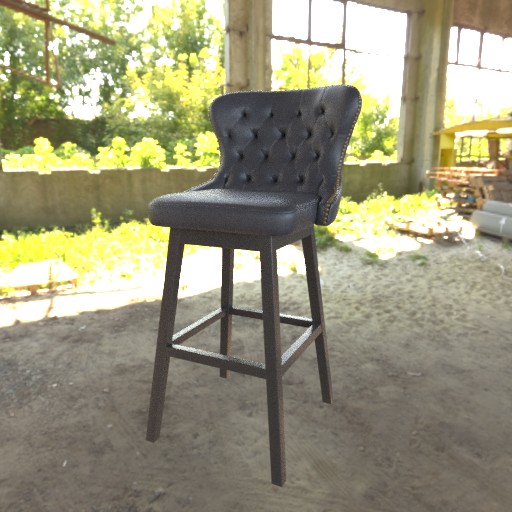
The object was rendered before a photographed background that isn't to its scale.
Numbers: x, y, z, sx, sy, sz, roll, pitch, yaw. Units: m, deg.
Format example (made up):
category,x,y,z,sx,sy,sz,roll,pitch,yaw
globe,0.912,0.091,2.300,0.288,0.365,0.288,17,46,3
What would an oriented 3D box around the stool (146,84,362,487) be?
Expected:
category,x,y,z,sx,sy,sz,roll,pitch,yaw
stool,0.000,0.000,1.377,0.528,1.050,0.601,6,14,25
